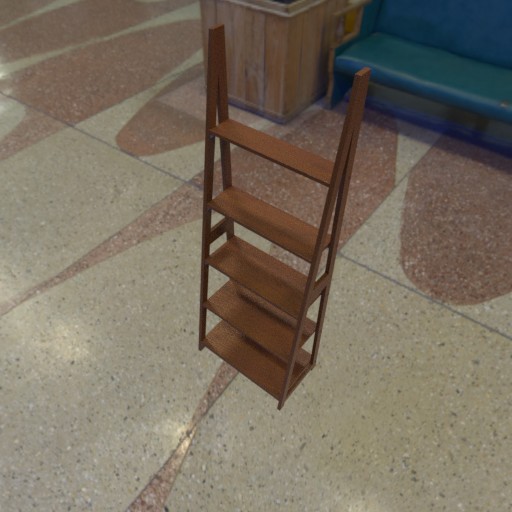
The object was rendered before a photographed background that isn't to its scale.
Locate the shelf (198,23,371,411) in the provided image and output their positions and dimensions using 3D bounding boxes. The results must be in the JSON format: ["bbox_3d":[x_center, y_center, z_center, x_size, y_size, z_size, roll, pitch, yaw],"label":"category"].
[{"bbox_3d":[0.000,0.000,2.042,0.630,1.780,0.356,30,53,26],"label":"shelf"}]
